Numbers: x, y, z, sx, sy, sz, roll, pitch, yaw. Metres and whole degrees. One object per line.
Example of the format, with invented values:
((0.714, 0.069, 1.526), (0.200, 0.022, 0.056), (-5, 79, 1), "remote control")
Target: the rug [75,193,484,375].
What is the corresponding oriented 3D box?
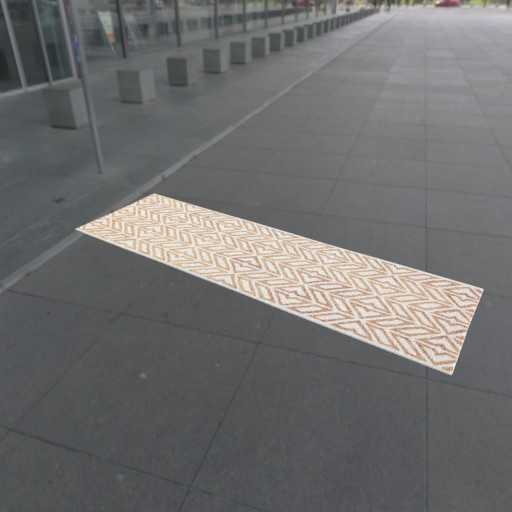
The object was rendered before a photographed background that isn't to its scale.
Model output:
((0.000, 0.000, 2.688), (2.435, 0.009, 0.750), (18, 35, 28), "rug")
